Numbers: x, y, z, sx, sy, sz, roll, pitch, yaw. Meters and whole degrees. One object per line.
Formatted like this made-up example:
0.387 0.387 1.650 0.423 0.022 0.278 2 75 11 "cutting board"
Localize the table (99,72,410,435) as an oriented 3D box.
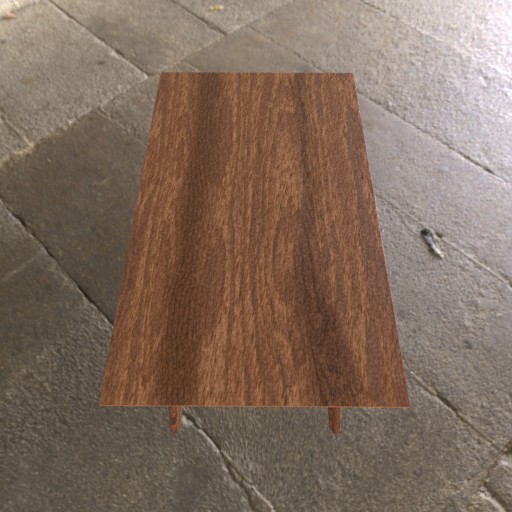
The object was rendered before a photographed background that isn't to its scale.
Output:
0.000 0.000 1.800 0.801 0.724 1.349 0 58 0 "table"
